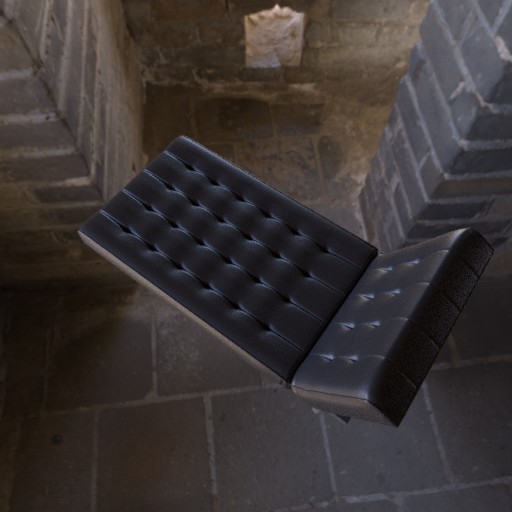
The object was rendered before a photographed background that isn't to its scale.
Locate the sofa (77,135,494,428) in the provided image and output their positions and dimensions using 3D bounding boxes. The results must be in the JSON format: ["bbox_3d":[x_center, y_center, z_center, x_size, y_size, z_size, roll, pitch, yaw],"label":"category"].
[{"bbox_3d":[0.000,0.000,1.954,1.560,0.820,0.760,33,67,16],"label":"sofa"}]
